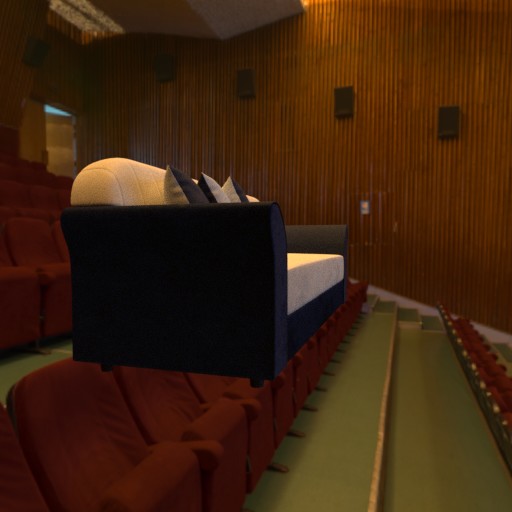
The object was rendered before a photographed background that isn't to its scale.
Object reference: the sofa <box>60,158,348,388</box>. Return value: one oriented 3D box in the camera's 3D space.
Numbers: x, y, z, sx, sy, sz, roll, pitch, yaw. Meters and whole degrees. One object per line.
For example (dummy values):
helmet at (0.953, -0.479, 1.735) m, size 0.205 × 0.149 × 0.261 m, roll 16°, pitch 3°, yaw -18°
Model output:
sofa at (0.000, 0.000, 2.343) m, size 0.749 × 0.789 × 2.006 m, roll 1°, pitch 2°, yaw 18°
